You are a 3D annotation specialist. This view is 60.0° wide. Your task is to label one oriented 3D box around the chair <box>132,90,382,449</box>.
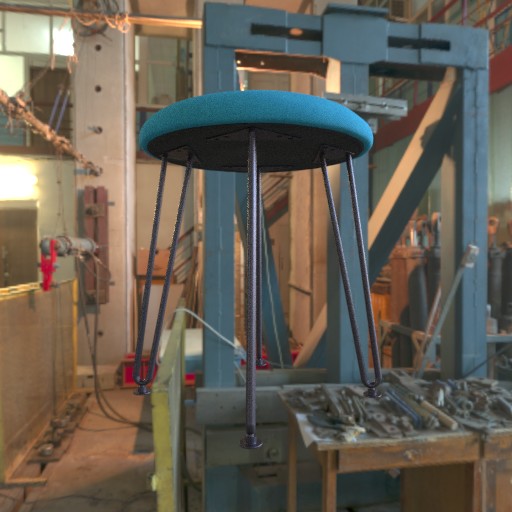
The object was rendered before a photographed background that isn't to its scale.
[{"bbox_3d":[0.000,0.000,0.687,0.350,0.430,0.350,0,1,35],"label":"chair"}]
